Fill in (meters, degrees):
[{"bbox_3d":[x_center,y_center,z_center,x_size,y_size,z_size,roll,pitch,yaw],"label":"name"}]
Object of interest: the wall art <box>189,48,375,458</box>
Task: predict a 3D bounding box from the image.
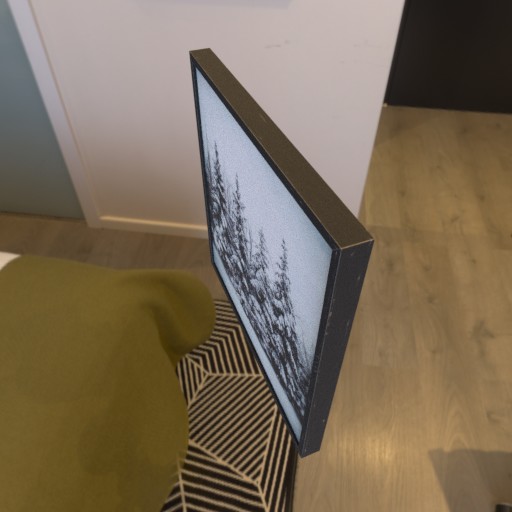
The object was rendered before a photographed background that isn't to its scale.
[{"bbox_3d":[0.000,0.000,0.753,0.036,0.506,0.506,-16,47,-15],"label":"wall art"}]
